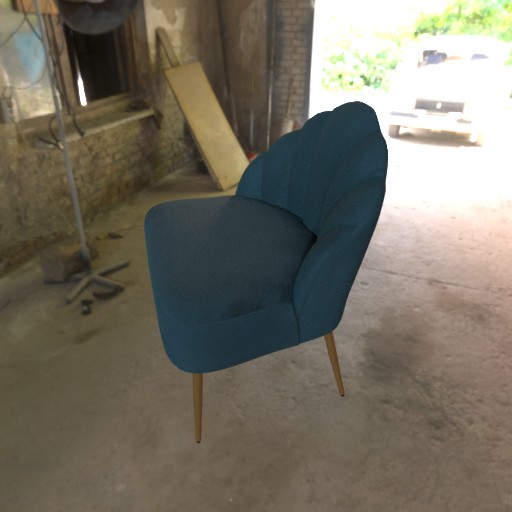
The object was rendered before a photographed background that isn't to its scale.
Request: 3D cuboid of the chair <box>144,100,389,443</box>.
[{"bbox_3d":[0.000,0.000,1.271,0.599,0.819,0.657,-8,31,-14],"label":"chair"}]
